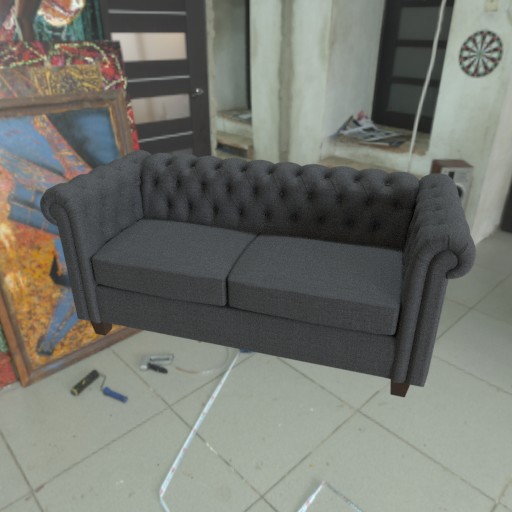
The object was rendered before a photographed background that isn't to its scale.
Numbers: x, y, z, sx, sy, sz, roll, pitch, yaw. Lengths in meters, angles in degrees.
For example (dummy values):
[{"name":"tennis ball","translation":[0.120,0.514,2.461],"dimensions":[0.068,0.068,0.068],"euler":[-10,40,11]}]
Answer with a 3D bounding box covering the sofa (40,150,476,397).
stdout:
[{"name":"sofa","translation":[0.000,0.000,2.191],"dimensions":[1.798,0.797,0.783],"euler":[8,28,15]}]
